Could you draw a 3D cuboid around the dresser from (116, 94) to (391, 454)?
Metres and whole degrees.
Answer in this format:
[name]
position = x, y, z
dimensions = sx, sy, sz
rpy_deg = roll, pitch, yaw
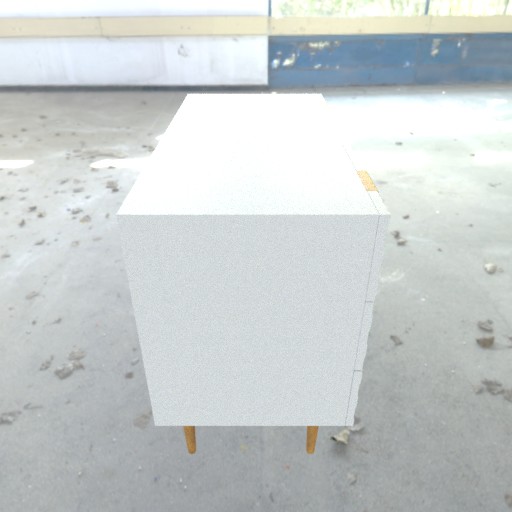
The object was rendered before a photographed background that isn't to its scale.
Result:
[dresser]
position = 0.000, 0.000, 1.297
dimensions = 0.457, 0.721, 0.905
rpy_deg = 0, 32, 0
